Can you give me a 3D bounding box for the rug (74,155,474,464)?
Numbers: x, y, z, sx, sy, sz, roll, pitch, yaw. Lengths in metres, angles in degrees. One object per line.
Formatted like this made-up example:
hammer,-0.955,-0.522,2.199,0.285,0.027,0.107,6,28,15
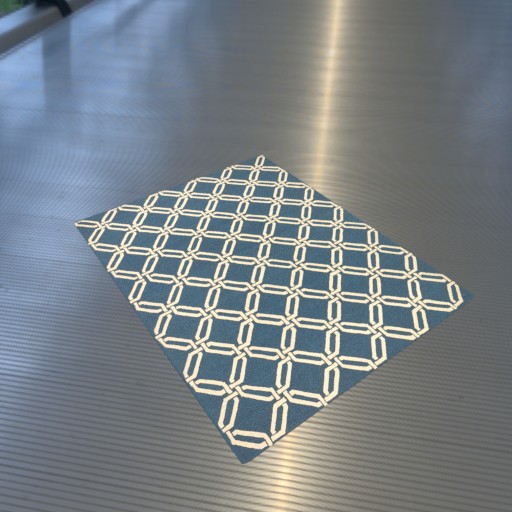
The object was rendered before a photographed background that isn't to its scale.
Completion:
rug,0.000,0.000,3.909,2.277,0.020,2.867,-26,47,-26
